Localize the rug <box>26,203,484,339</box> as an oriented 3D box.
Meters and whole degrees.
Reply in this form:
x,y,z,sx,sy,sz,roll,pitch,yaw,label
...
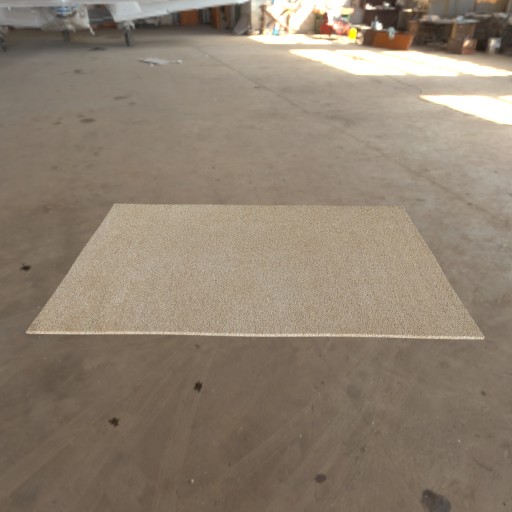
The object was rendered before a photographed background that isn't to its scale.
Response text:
x,y,z,sx,sy,sz,roll,pitch,yaw,label
0.000,0.000,3.378,2.699,0.025,1.800,1,31,1,rug
